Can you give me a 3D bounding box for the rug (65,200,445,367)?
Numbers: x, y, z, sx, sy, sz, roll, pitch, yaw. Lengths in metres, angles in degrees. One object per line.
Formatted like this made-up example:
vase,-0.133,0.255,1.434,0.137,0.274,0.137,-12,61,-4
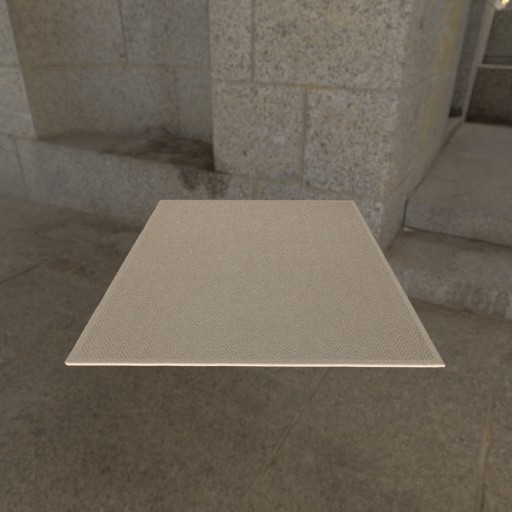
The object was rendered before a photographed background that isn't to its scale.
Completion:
rug,0.000,0.000,4.148,2.407,0.020,3.051,0,27,0
